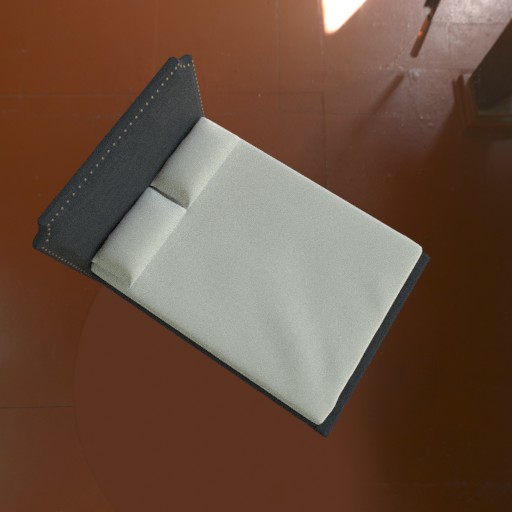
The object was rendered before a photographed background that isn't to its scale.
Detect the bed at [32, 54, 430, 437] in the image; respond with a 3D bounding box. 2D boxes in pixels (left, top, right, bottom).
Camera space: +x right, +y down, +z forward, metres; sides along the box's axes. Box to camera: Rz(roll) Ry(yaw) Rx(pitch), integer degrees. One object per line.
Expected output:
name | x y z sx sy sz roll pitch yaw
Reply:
bed | 0.000 0.000 3.406 2.372 1.443 1.713 32 78 8
